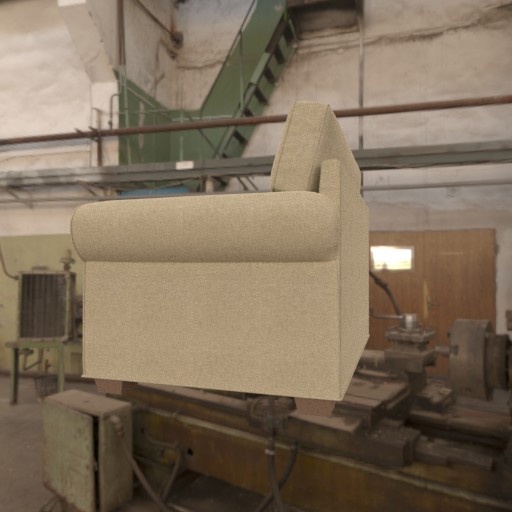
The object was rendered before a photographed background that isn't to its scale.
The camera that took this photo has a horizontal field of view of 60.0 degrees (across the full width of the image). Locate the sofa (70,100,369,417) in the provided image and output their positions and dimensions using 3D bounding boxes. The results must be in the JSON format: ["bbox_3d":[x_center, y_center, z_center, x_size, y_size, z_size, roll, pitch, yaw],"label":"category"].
[{"bbox_3d":[0.000,0.000,2.045,0.936,0.991,1.405,0,-1,18],"label":"sofa"}]
